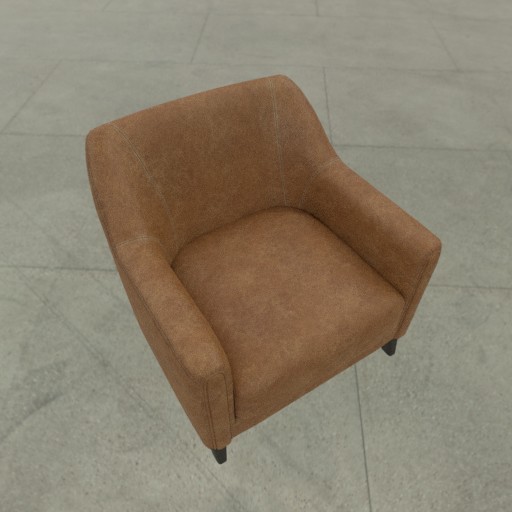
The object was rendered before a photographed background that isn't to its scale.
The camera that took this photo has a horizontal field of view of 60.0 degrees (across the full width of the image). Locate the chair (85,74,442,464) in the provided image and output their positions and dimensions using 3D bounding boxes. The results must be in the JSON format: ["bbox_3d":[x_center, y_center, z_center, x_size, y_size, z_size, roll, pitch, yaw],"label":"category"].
[{"bbox_3d":[0.000,0.000,1.807,1.037,0.980,1.034,-25,52,-21],"label":"chair"}]
